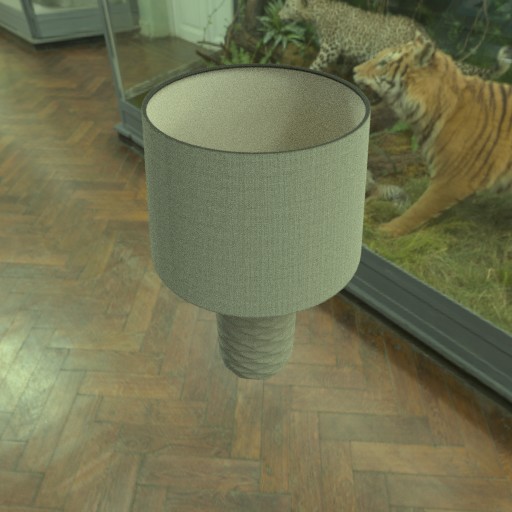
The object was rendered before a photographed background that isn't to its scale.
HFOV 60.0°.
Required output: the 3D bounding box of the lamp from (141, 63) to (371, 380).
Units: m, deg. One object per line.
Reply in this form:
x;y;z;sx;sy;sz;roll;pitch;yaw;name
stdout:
0.000;0.000;0.832;0.376;0.594;0.376;0;41;0;lamp
